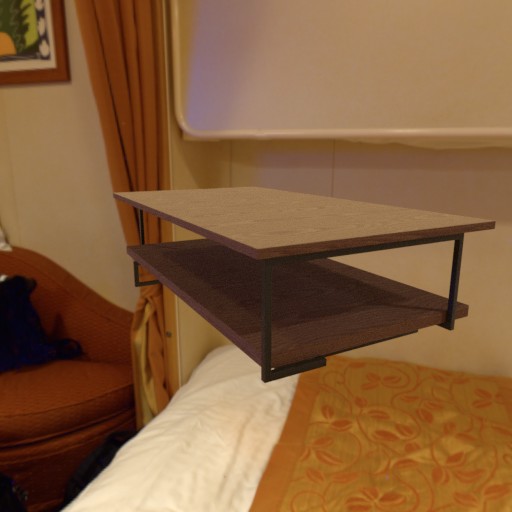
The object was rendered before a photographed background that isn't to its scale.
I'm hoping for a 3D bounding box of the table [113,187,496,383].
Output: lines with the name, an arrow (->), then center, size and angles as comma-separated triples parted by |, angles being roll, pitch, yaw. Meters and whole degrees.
table -> 0.000, 0.000, 1.456 | 0.651, 0.347, 1.197 | -7, 15, -28
